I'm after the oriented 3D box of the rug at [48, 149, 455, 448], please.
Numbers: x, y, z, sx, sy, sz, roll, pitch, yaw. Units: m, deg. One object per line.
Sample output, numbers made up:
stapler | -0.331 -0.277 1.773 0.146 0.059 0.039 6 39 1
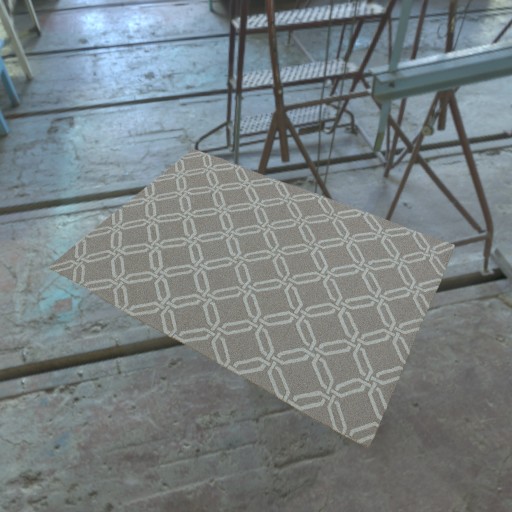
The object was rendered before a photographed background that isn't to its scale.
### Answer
rug | 0.000 0.000 2.826 2.135 0.013 1.524 24 52 20
